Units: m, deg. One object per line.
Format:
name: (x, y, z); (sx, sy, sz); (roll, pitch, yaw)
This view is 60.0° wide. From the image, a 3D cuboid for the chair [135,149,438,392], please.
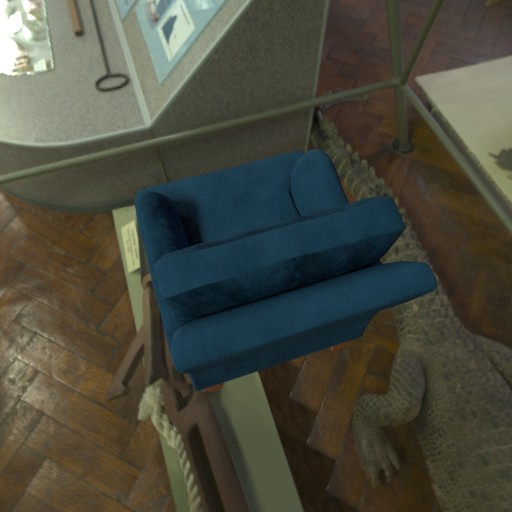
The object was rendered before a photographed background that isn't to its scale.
chair: (0.000, 0.000, 1.926); (0.895, 1.076, 1.078); (-16, 60, -10)
